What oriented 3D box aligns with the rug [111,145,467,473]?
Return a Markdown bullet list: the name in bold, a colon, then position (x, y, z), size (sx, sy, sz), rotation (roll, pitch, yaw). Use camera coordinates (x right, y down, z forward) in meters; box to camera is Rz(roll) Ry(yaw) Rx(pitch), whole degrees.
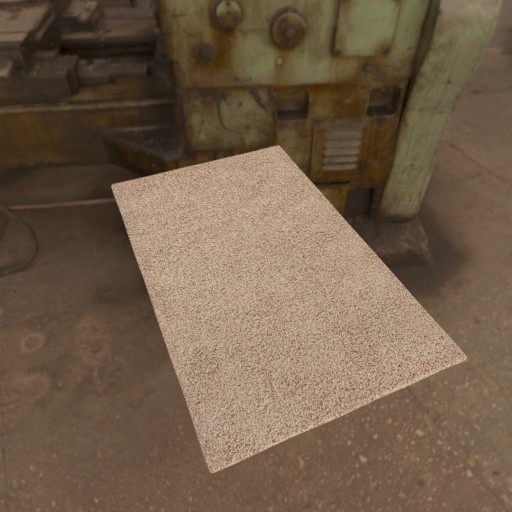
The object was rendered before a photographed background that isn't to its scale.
- **rug**: position (0.000, 0.000, 3.049), size (1.524, 0.030, 2.438), rotation (-17, 48, -16)
